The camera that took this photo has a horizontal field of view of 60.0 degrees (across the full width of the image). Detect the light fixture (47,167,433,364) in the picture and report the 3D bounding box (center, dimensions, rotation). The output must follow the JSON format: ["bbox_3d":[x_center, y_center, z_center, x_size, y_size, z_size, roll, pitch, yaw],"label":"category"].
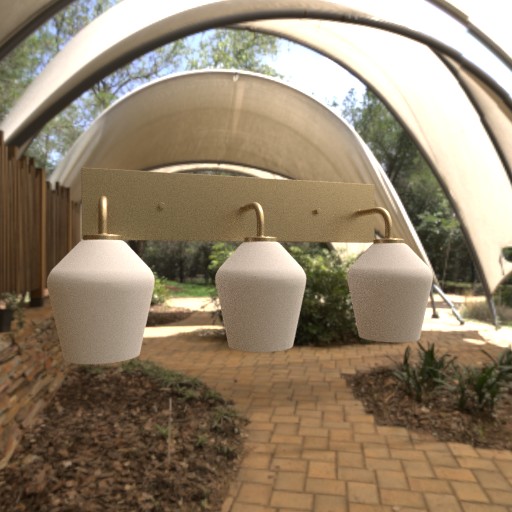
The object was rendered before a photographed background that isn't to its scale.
[{"bbox_3d":[0.000,0.000,0.717,0.609,0.280,0.190,0,0,-18],"label":"light fixture"}]
